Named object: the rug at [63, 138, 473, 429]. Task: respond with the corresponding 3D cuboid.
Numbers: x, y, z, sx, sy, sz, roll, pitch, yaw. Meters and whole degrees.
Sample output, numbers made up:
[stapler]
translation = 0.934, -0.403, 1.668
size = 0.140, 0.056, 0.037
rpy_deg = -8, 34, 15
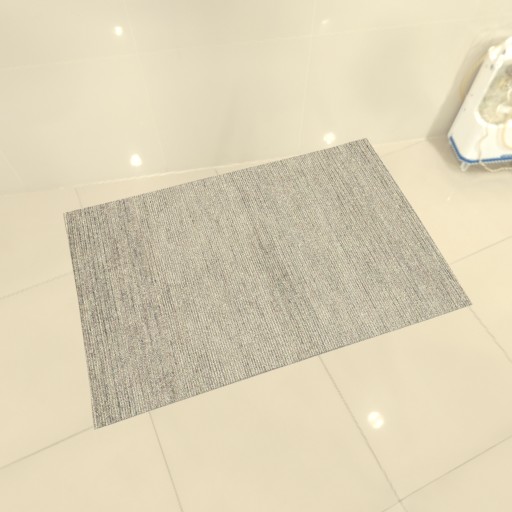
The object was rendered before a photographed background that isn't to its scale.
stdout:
[rug]
translation = 0.000, 0.000, 2.246
size = 1.804, 0.022, 1.162
rpy_deg = -16, 60, -9
